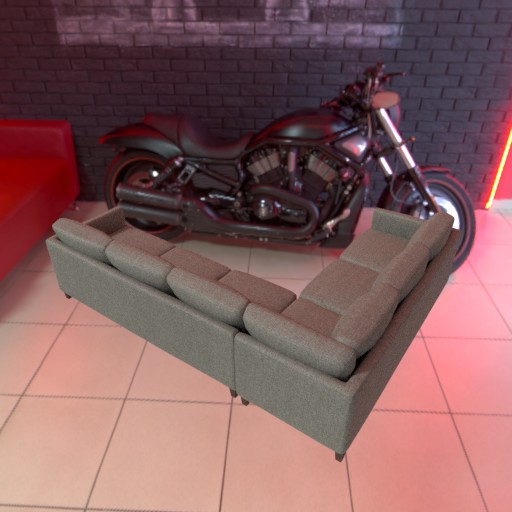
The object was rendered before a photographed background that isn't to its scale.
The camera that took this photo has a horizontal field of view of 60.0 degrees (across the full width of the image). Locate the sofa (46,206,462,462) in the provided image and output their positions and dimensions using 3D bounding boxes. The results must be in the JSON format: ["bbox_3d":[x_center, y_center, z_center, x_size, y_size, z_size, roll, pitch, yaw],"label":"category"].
[{"bbox_3d":[0.000,0.000,4.496,3.302,0.947,2.593,21,39,29],"label":"sofa"}]
